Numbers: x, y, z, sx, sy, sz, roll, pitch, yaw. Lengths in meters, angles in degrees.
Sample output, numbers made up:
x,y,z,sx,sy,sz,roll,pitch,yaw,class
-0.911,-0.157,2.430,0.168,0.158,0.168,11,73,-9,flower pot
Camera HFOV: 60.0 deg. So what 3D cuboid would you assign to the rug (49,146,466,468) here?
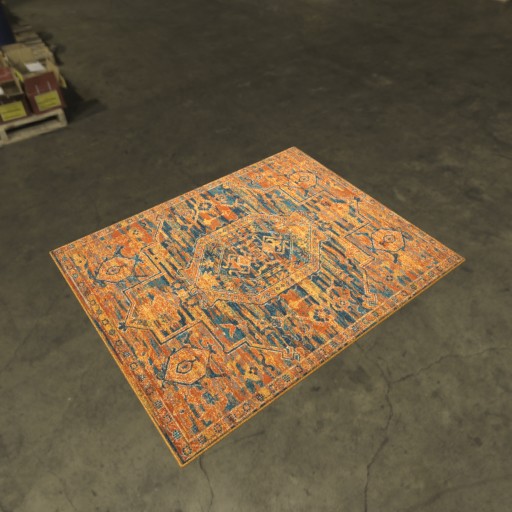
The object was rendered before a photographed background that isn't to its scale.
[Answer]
x,y,z,sx,sy,sz,roll,pitch,yaw,class
0.000,0.000,4.134,3.040,0.031,2.435,-29,52,-25,rug
